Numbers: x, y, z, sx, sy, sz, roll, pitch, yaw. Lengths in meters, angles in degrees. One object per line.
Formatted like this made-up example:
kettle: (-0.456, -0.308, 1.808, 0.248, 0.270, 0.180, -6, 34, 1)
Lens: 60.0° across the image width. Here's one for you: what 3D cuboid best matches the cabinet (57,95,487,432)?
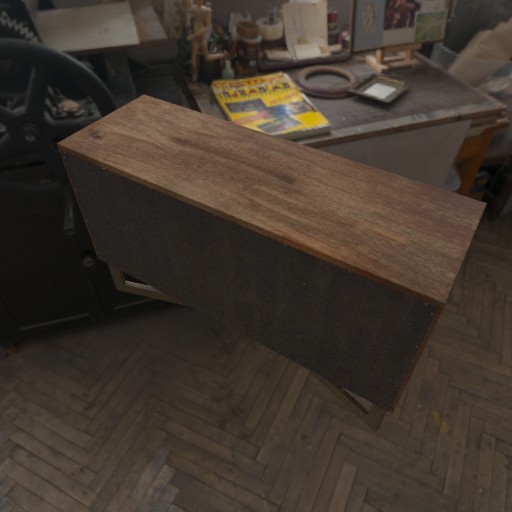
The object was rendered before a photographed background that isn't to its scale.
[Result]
cabinet: (0.000, 0.000, 1.752, 1.373, 0.812, 0.480, 24, 50, 22)
